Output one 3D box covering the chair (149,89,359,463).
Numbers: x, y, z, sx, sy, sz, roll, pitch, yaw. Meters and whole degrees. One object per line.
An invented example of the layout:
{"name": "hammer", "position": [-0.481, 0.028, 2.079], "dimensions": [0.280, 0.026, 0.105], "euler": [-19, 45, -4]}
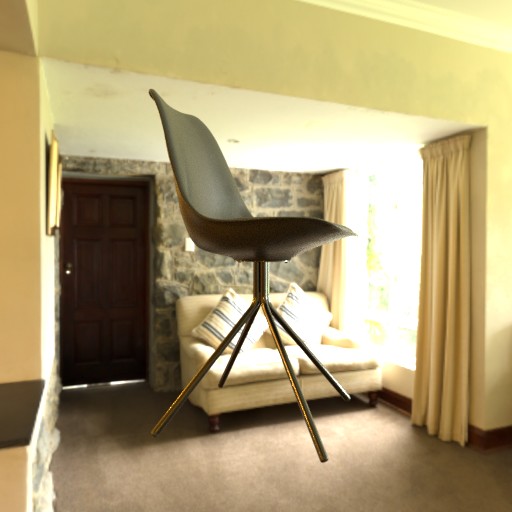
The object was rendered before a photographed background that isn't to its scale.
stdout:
{"name": "chair", "position": [0.000, 0.000, 1.168], "dimensions": [0.525, 0.850, 0.461], "euler": [0, 1, 18]}
